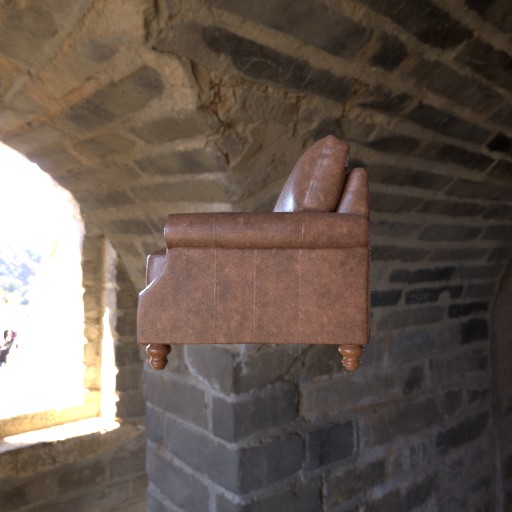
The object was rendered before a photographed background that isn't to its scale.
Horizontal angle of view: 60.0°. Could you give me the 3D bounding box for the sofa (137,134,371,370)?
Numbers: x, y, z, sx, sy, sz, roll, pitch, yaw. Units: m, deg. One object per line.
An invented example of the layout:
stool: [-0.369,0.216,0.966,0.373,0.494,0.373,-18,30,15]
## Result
sofa: [0.000,0.000,2.882,0.973,0.977,2.351,0,-1,1]
